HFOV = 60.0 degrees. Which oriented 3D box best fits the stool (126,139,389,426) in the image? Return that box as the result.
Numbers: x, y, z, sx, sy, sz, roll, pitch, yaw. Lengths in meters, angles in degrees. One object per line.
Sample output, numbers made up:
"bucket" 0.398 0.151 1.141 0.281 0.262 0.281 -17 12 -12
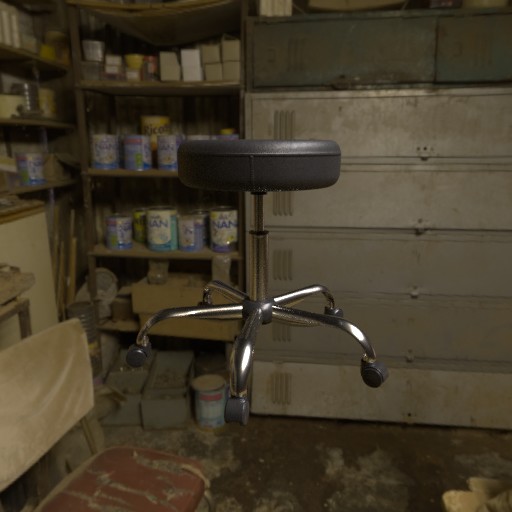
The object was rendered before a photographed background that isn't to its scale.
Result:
"stool" 0.000 0.000 1.137 0.673 0.576 0.638 2 14 8
